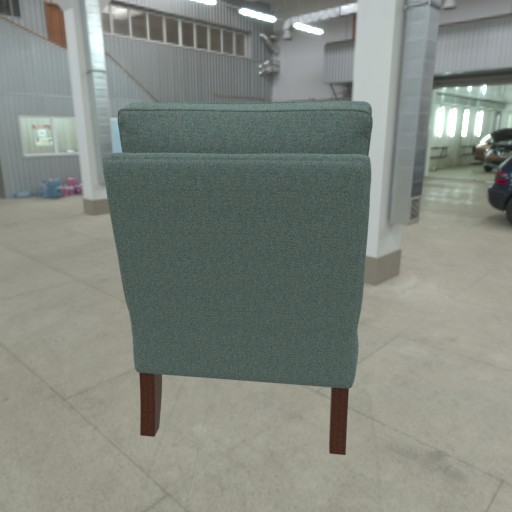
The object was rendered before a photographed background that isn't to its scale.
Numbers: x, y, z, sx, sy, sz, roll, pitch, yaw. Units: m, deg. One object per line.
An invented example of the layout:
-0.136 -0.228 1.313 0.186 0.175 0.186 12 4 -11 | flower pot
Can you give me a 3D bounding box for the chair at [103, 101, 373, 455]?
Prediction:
0.000 0.000 1.406 0.624 0.901 0.796 2 16 8 | chair
